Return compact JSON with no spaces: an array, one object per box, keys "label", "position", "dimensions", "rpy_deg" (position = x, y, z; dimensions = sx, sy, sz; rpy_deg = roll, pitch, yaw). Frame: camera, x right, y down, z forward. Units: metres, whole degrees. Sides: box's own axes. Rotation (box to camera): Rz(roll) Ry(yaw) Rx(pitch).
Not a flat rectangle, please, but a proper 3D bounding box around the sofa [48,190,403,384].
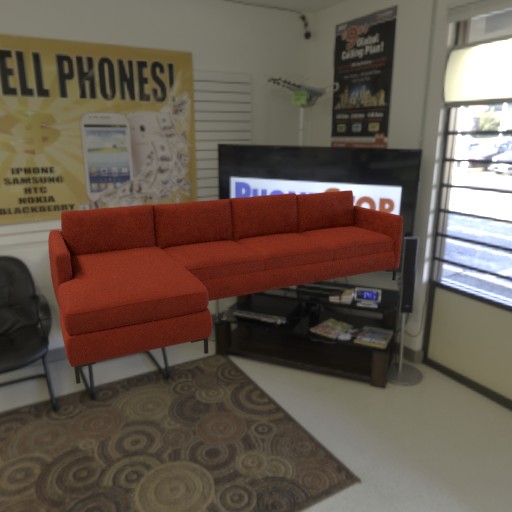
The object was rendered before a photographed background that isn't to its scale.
[{"label":"sofa","position":[0.000,0.000,2.941],"dimensions":[2.467,0.663,1.136],"rpy_deg":[-8,17,-26]}]
